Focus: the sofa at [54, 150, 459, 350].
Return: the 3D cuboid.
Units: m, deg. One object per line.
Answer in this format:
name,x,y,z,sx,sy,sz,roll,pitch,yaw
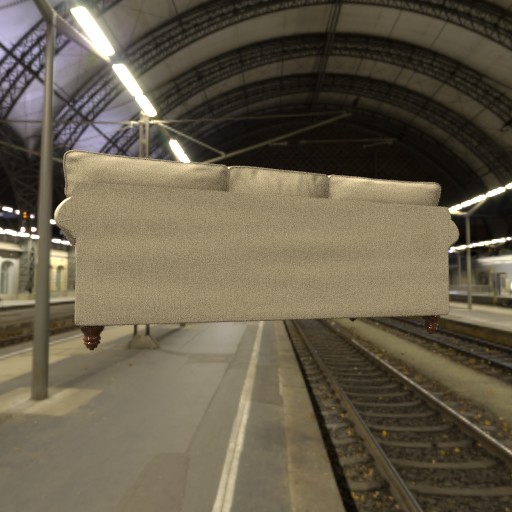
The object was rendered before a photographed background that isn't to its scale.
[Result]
sofa,0.000,0.000,2.615,2.118,0.889,0.998,1,-4,-19
